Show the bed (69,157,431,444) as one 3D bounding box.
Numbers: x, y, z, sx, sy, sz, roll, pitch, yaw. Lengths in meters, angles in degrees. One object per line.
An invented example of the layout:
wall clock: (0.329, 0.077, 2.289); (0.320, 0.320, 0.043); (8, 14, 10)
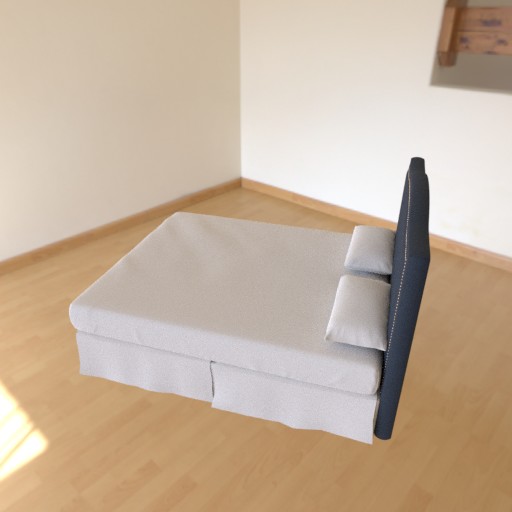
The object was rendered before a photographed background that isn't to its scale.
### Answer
bed: (0.000, 0.000, 3.426); (2.282, 1.436, 1.821); (9, 31, 15)
